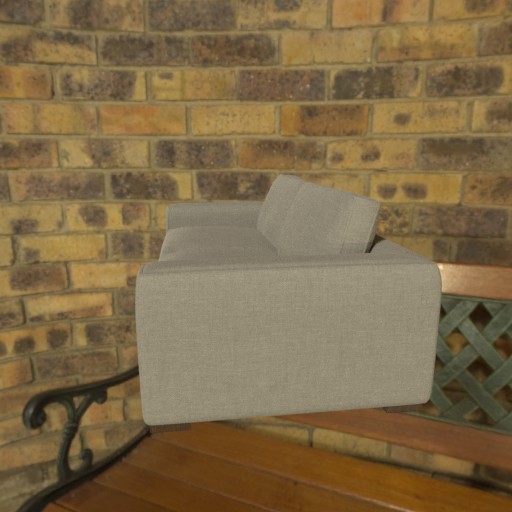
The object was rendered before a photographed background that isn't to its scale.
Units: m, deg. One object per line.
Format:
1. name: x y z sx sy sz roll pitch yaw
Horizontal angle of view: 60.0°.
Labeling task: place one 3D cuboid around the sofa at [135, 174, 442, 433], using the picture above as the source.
1. sofa: 0.000 0.000 2.392 1.069 0.800 1.920 -2 13 -8
